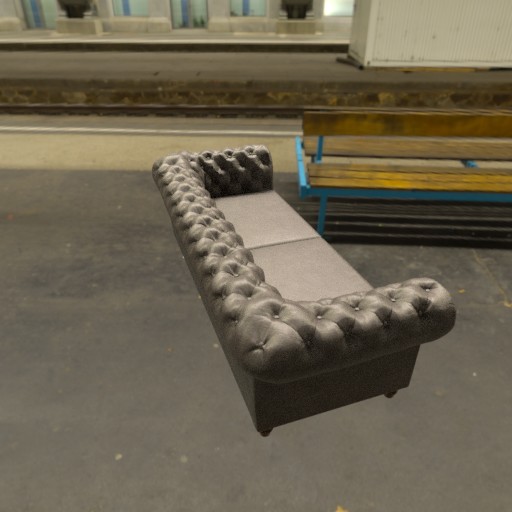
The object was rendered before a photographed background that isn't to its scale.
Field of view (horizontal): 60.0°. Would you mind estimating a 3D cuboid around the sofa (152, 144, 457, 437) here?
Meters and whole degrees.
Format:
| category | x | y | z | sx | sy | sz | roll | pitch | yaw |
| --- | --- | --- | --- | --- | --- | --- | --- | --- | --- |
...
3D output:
| category | x | y | z | sx | sy | sz | roll | pitch | yaw |
| --- | --- | --- | --- | --- | --- | --- | --- | --- | --- |
| sofa | 0.000 | 0.000 | 2.785 | 0.944 | 0.783 | 2.385 | -10 | 32 | -17 |
